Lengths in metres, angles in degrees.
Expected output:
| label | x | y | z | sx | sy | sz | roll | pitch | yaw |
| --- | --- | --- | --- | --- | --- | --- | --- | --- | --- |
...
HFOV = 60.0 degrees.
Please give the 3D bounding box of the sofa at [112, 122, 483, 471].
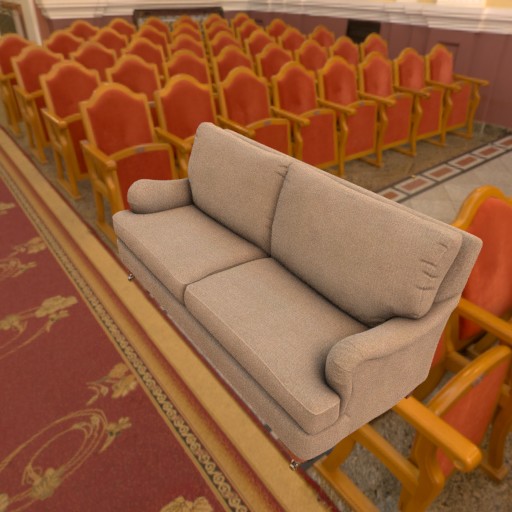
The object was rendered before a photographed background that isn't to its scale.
| label | x | y | z | sx | sy | sz | roll | pitch | yaw |
| --- | --- | --- | --- | --- | --- | --- | --- | --- | --- |
| sofa | 0.000 | 0.000 | 2.733 | 1.069 | 1.096 | 2.193 | -22 | 39 | -30 |
